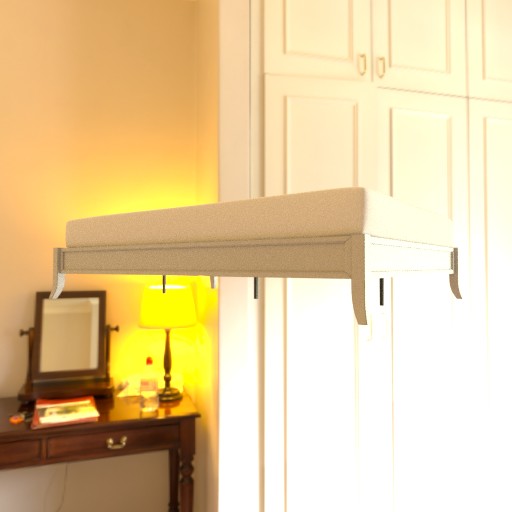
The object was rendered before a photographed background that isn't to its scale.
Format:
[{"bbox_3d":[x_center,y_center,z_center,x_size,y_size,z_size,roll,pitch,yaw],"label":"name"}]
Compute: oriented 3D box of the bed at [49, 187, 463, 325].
[{"bbox_3d":[0.000,0.000,2.639,1.985,0.510,1.460,-1,-2,36],"label":"bed"}]
